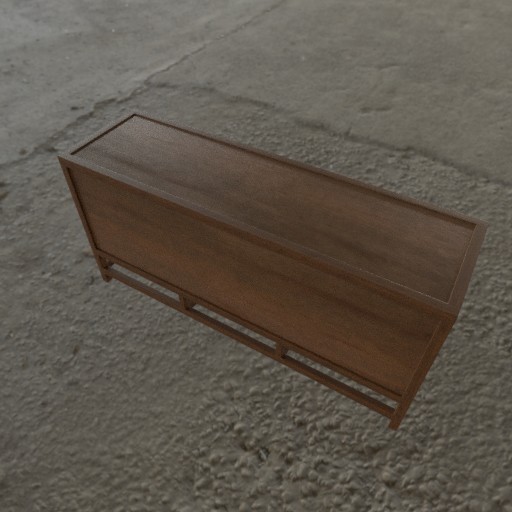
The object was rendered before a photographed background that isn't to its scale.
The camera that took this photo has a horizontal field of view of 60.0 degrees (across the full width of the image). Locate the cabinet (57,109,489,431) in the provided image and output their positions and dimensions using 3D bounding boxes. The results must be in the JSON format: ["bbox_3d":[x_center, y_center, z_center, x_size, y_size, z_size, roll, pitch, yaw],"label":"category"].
[{"bbox_3d":[0.000,0.000,2.078,1.708,0.820,0.522,23,50,21],"label":"cabinet"}]
